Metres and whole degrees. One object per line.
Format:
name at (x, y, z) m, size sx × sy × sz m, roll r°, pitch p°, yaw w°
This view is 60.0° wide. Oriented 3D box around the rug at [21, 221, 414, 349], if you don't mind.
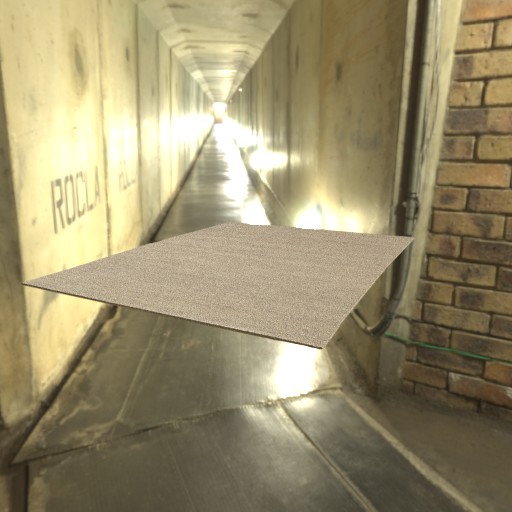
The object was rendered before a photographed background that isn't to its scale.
rug at (0.000, 0.000, 4.794) m, size 2.757 × 0.051 × 3.626 m, roll 7°, pitch 16°, yaw 27°
